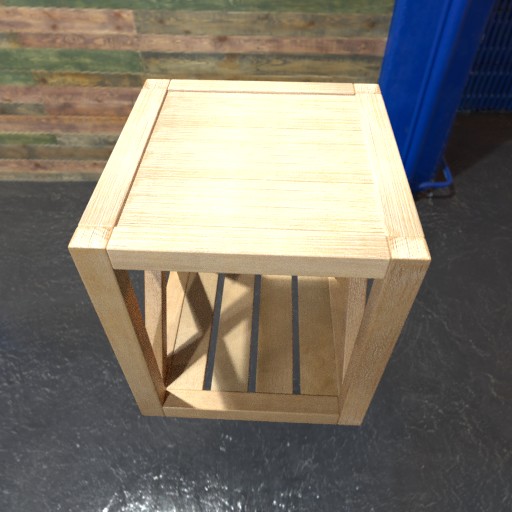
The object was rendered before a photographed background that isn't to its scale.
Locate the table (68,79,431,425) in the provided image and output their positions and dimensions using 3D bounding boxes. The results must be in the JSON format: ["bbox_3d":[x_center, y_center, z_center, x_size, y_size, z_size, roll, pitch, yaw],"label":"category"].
[{"bbox_3d":[0.000,0.000,1.073,0.558,0.610,0.559,2,47,2],"label":"table"}]
